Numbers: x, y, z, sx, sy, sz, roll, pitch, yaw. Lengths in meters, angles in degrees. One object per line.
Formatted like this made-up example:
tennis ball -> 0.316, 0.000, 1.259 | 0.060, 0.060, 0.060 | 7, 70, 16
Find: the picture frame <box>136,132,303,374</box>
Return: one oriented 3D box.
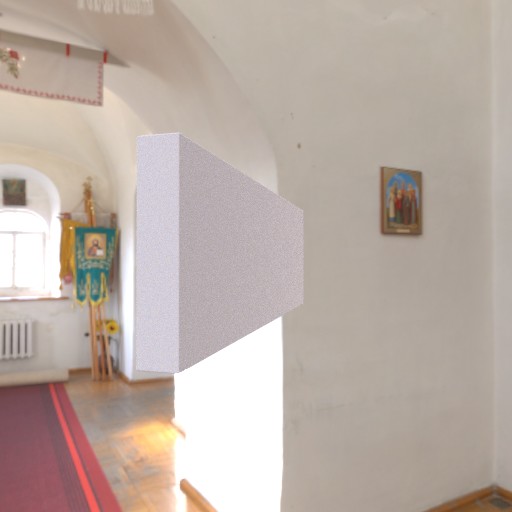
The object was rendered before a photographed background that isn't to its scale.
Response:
picture frame -> 0.000, 0.000, 0.830 | 0.050, 0.250, 0.759 | 0, -1, 16
